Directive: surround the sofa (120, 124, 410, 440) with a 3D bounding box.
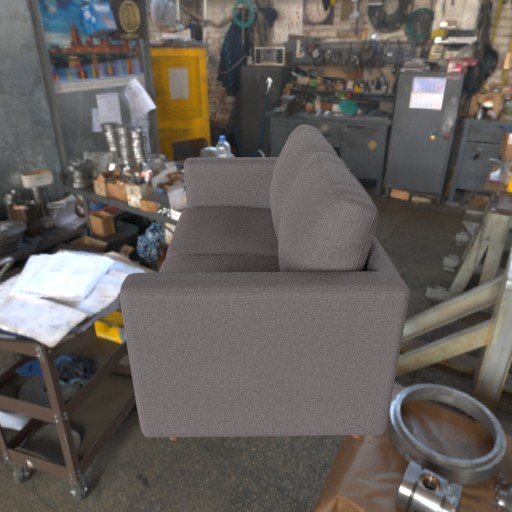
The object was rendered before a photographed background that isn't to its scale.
[{"bbox_3d":[0.000,0.000,1.886,0.796,0.908,1.430,0,26,-1],"label":"sofa"}]
